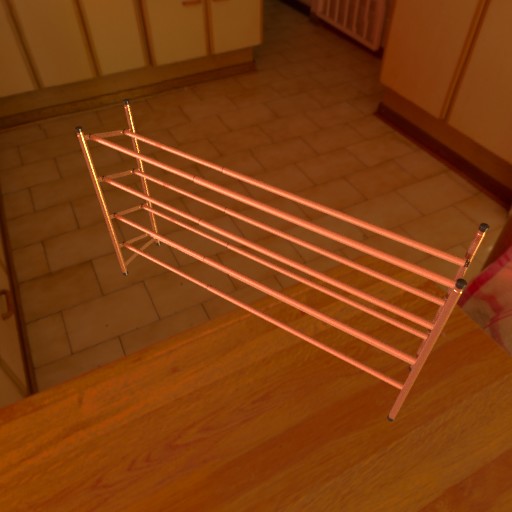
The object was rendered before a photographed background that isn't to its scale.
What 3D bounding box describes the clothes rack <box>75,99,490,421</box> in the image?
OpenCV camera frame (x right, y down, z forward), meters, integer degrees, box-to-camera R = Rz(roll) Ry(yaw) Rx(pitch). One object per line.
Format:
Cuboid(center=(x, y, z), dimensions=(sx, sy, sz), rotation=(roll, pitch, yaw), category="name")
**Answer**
Cuboid(center=(0.000, 0.000, 1.436), dimensions=(1.168, 0.672, 0.229), rotation=(25, 51, 22), category="clothes rack")
